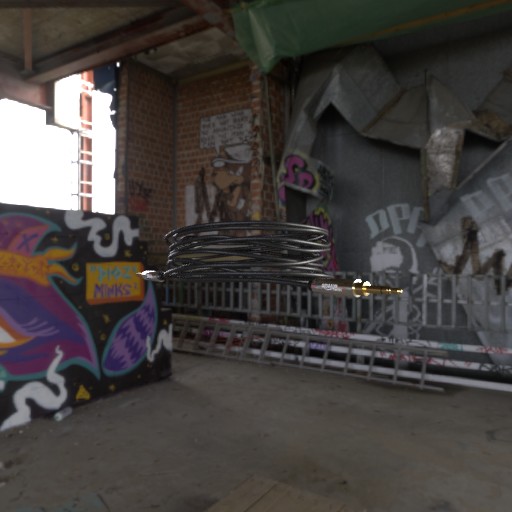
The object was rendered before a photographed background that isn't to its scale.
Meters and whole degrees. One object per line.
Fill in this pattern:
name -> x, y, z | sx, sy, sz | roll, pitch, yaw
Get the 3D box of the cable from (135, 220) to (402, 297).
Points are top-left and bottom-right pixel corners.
cable -> 0.000, 0.000, 0.502 | 0.198, 0.069, 0.432 | 0, -1, -37
